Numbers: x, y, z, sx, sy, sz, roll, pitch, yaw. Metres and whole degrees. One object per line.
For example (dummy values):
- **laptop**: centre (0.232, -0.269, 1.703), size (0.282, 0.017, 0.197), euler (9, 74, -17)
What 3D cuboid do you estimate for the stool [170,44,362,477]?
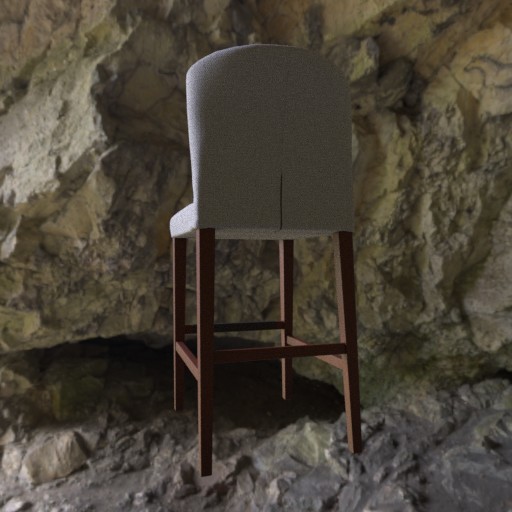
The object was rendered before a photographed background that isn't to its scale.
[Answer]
- **stool**: centre (0.000, 0.000, 1.380), size (0.481, 1.069, 0.568), euler (0, 0, -18)
